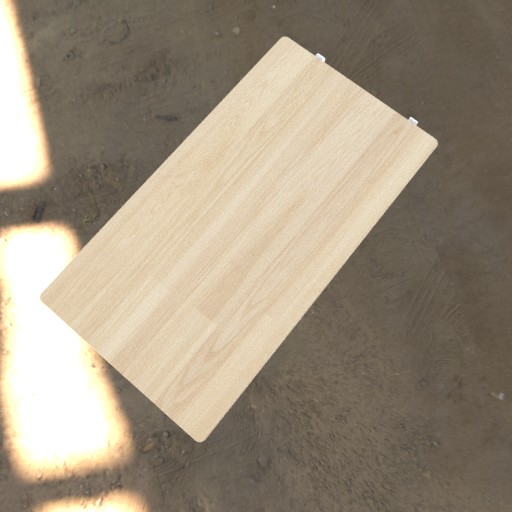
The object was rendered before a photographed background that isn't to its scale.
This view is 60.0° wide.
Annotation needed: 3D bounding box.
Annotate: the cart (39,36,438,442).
[{"bbox_3d":[0.000,0.000,1.429,0.457,0.927,0.899,38,79,9],"label":"cart"}]
